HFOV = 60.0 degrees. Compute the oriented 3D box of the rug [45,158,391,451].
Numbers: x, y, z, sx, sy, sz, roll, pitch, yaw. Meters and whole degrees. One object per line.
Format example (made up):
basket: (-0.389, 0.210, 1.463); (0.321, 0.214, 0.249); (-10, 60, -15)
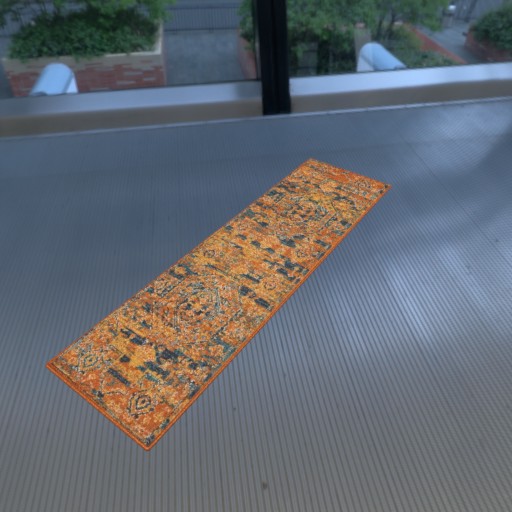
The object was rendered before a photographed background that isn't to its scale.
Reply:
rug: (0.000, 0.000, 2.496); (0.651, 0.016, 2.274); (26, 48, 26)
